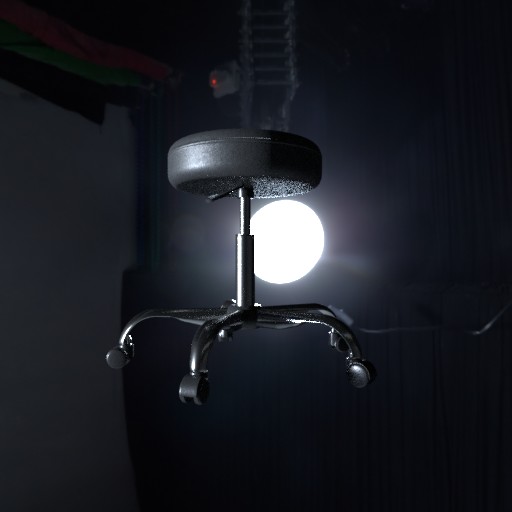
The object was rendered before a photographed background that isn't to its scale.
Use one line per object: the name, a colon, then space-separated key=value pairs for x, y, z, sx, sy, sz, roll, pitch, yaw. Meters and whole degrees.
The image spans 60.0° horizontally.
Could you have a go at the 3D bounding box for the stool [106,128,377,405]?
stool: x=0.000 y=0.000 z=1.155 sx=0.638 sy=0.576 sz=0.673 roll=0 pitch=0 yaw=36
